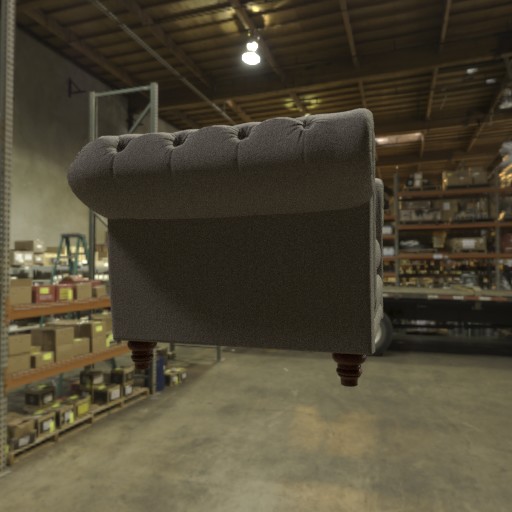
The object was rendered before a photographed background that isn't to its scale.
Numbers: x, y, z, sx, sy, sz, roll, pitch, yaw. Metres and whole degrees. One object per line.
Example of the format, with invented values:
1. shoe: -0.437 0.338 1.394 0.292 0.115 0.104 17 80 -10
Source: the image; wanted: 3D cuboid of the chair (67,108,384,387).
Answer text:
1. chair: 0.000 0.000 1.802 0.976 0.770 1.270 0 -1 17
